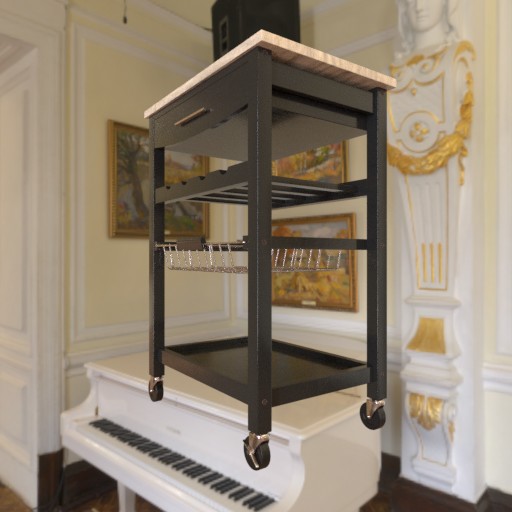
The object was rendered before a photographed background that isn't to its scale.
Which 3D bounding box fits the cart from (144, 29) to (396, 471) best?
[{"bbox_3d":[0.000,0.000,1.172,0.403,0.839,0.584,0,0,-36],"label":"cart"}]
